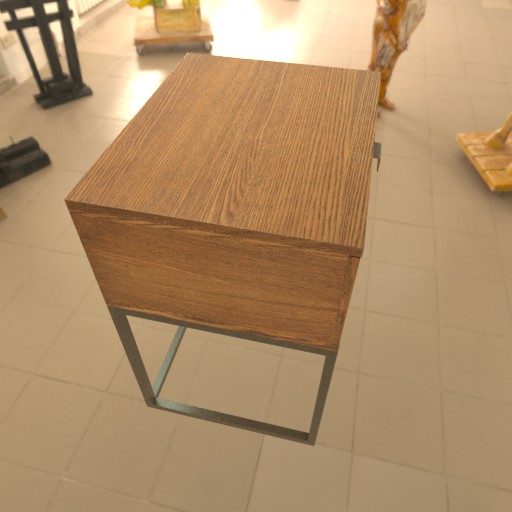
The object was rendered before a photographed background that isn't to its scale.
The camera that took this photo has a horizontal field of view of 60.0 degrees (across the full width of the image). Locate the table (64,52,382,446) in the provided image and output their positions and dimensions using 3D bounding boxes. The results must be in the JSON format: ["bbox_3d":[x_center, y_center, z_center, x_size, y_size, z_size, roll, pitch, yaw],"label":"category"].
[{"bbox_3d":[0.000,0.000,0.927,0.400,0.610,0.482,10,47,9],"label":"table"}]
